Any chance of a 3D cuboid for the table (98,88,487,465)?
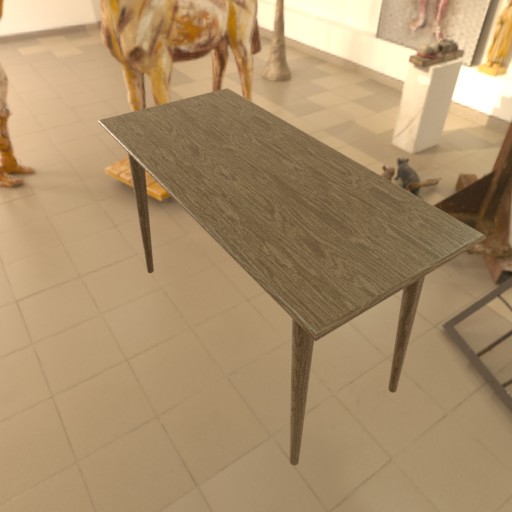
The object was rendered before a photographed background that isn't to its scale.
[{"bbox_3d":[0.000,0.000,1.709,0.599,0.780,1.300,-24,47,-26],"label":"table"}]
